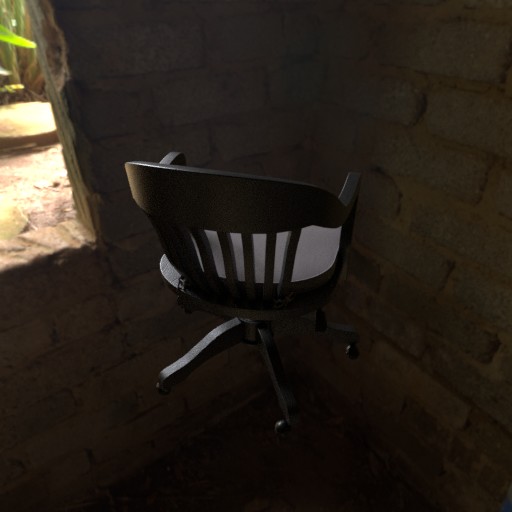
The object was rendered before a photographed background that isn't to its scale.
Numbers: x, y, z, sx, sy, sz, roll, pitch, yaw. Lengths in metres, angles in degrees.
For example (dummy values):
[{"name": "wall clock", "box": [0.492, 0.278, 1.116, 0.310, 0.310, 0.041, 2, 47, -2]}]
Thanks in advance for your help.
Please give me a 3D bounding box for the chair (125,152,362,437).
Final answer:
[{"name": "chair", "box": [0.000, 0.000, 1.446, 0.750, 0.878, 0.788, 10, 34, 15]}]
